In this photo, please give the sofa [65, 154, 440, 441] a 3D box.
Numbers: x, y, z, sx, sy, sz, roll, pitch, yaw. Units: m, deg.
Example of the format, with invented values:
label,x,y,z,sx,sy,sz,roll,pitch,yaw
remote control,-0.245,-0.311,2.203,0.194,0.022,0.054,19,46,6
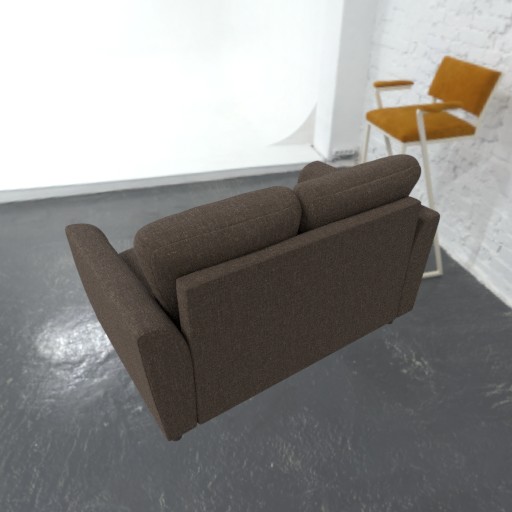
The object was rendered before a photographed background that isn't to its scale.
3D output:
label,x,y,z,sx,sy,sz,roll,pitch,yaw
sofa,0.000,0.000,2.022,1.423,0.885,0.851,-20,38,-28
